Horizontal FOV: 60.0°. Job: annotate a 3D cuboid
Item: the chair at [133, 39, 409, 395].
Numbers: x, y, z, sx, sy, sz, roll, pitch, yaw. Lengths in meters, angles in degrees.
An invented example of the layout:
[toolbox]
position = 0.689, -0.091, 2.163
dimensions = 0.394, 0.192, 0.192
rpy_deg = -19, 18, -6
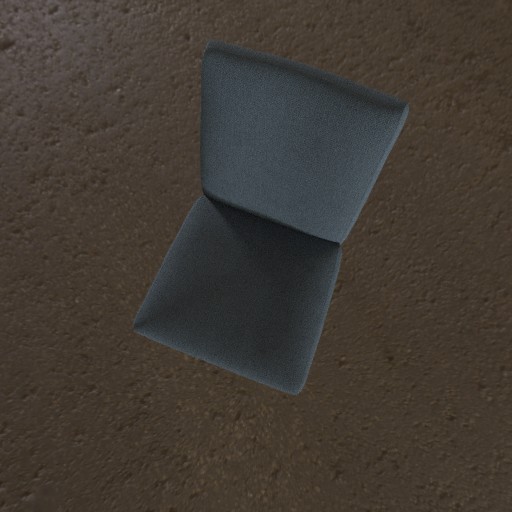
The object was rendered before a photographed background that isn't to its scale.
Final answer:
[chair]
position = 0.000, 0.000, 1.238
dimensions = 0.487, 0.882, 0.629
rpy_deg = 20, 75, 5
